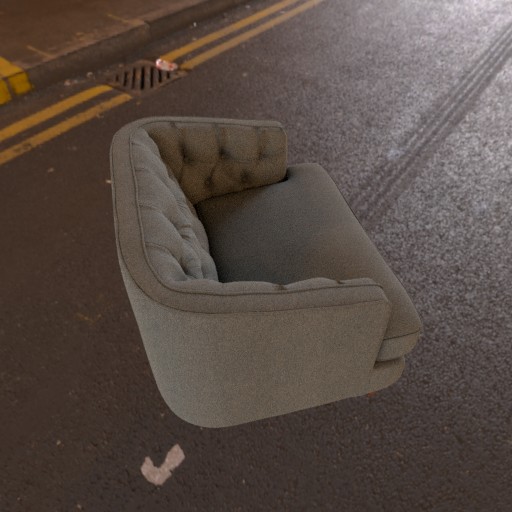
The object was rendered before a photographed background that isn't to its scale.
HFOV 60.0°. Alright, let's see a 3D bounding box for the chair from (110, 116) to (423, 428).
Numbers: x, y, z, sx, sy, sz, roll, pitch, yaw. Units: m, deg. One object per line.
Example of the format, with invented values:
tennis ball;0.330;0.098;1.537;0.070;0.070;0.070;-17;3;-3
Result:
chair;0.000;0.000;1.762;0.945;0.852;1.094;-11;47;-10
